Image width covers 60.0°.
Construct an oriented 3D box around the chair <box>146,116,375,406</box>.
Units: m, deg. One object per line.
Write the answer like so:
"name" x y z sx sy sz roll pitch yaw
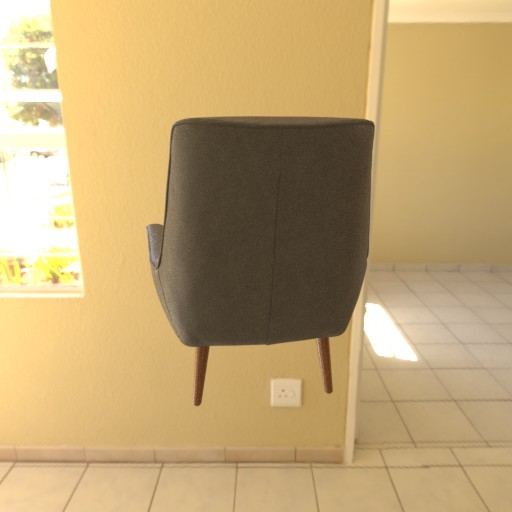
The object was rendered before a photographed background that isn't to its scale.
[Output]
"chair" 0.000 0.000 1.517 0.787 0.888 0.822 -2 16 -9
